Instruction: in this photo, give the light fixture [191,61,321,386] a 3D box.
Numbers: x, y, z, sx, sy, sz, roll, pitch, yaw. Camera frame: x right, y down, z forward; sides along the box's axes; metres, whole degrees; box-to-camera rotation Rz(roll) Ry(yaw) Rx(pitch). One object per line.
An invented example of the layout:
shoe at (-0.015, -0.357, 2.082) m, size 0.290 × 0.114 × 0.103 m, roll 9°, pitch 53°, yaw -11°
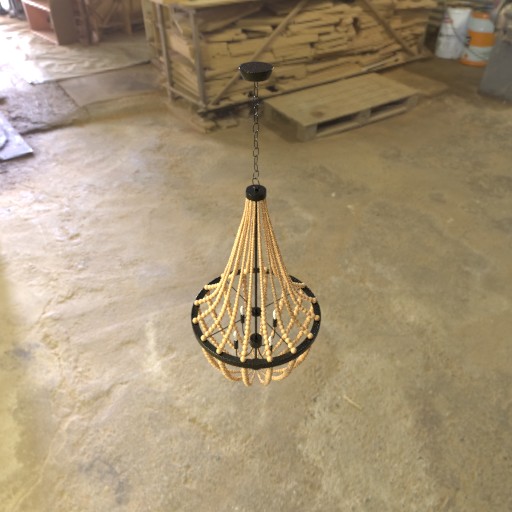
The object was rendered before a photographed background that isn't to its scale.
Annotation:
light fixture at (0.000, 0.000, 1.379) m, size 0.450 × 1.133 × 0.450 m, roll 0°, pitch 40°, yaw 0°
